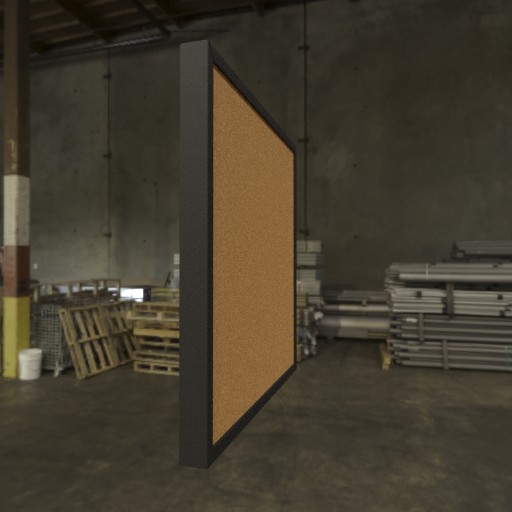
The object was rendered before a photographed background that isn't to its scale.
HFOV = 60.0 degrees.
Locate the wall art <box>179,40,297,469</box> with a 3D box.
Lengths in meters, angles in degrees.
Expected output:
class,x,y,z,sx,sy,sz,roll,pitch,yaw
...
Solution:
class,x,y,z,sx,sy,sz,roll,pitch,yaw
wall art,0.000,0.000,0.770,0.037,0.508,0.508,0,-1,17
